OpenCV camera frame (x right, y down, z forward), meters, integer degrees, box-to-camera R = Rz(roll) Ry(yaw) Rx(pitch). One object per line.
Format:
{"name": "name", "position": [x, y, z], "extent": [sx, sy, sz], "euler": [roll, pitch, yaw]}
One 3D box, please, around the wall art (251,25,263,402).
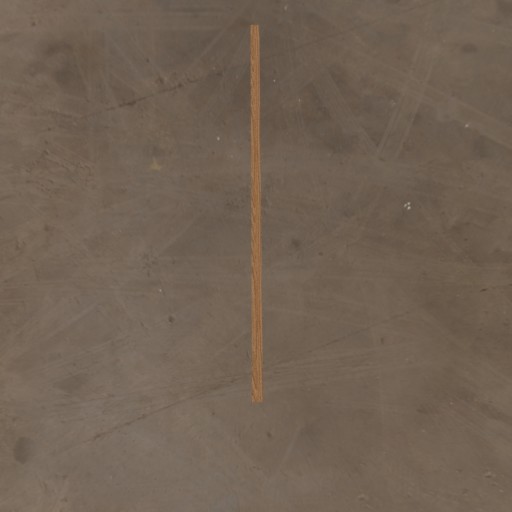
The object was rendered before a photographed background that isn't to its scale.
{"name": "wall art", "position": [0.000, 0.000, 0.692], "extent": [0.010, 0.507, 0.404], "euler": [0, 75, 0]}
